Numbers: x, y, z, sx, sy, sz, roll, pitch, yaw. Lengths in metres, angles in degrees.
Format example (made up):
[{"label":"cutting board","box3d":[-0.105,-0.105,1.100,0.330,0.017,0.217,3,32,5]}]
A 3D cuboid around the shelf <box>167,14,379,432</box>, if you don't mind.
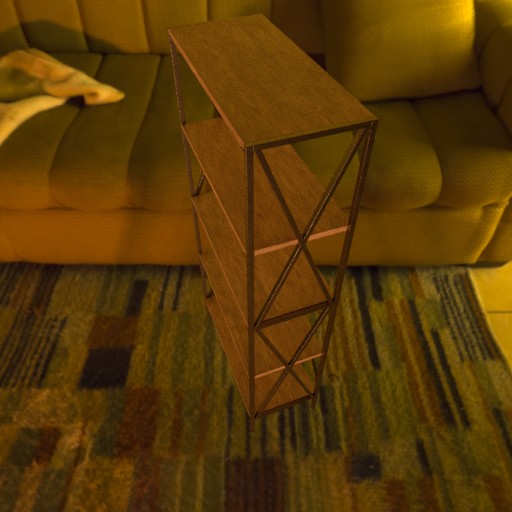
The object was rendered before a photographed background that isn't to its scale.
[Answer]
[{"label":"shelf","box3d":[0.000,0.000,2.096,0.386,1.803,0.874,-15,49,-14]}]
